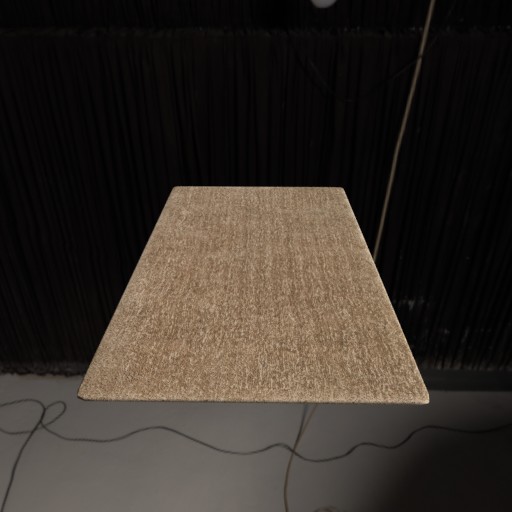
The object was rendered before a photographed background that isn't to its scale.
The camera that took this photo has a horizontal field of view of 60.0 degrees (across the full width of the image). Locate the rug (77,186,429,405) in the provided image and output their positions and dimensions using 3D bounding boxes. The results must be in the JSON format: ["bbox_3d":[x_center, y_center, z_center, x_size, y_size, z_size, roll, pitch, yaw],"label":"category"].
[{"bbox_3d":[0.000,0.000,2.963,1.539,0.024,2.469,0,30,1],"label":"rug"}]
